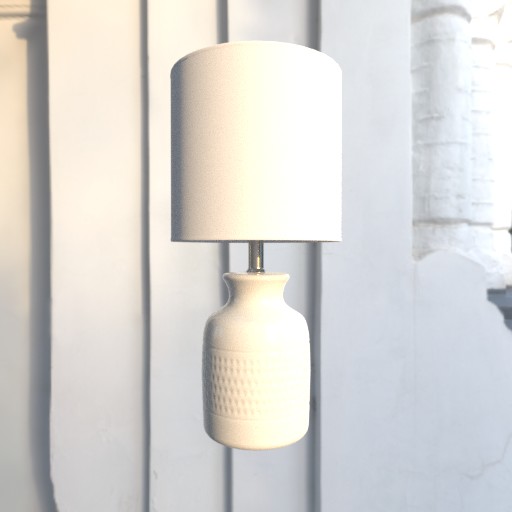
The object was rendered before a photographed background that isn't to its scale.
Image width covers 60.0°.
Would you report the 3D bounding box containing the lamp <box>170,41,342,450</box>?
[{"bbox_3d":[0.000,0.000,0.497,0.188,0.392,0.188,0,1,18],"label":"lamp"}]
